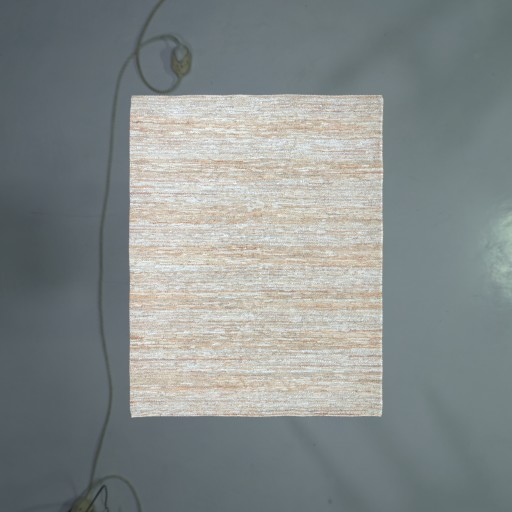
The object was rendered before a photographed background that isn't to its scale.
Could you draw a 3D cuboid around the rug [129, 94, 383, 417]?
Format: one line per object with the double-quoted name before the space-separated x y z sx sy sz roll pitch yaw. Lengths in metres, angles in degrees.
"rug" 0.000 0.000 4.033 2.313 0.009 2.939 0 90 0
